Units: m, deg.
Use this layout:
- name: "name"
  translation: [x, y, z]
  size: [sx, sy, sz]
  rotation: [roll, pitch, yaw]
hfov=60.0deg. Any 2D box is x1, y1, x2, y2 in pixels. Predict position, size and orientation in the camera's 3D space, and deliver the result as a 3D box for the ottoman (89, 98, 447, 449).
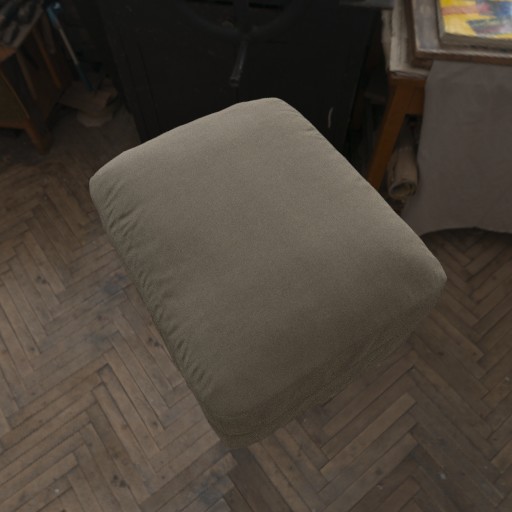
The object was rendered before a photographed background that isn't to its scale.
- name: "ottoman"
  translation: [0.000, 0.000, 1.097]
  size: [0.584, 0.480, 0.712]
  rotation: [-28, 63, -16]
